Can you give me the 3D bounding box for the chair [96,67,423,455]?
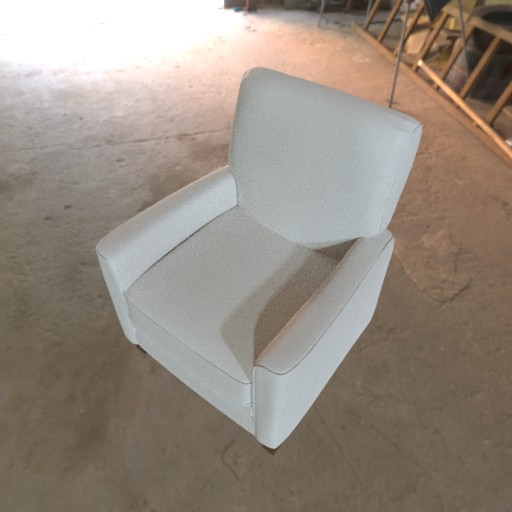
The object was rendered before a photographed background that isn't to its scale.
[{"bbox_3d":[0.000,0.000,1.635,0.841,1.028,0.858,29,52,25],"label":"chair"}]
